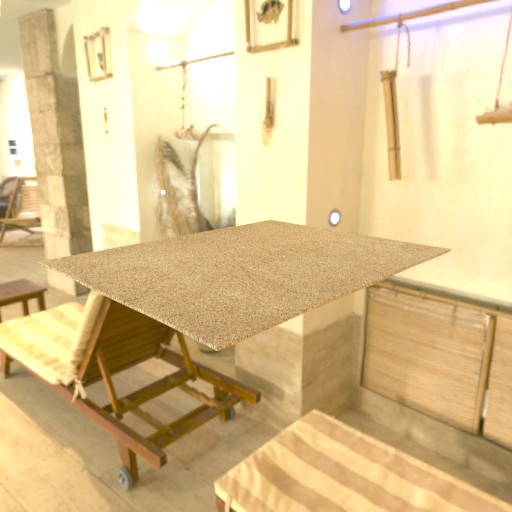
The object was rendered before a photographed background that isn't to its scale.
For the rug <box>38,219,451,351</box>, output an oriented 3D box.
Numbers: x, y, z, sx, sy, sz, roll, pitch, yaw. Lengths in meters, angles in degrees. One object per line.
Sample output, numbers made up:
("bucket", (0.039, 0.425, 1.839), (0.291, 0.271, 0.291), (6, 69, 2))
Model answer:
("rug", (0.000, 0.000, 4.103), (2.400, 0.025, 3.000), (14, 20, 43))
